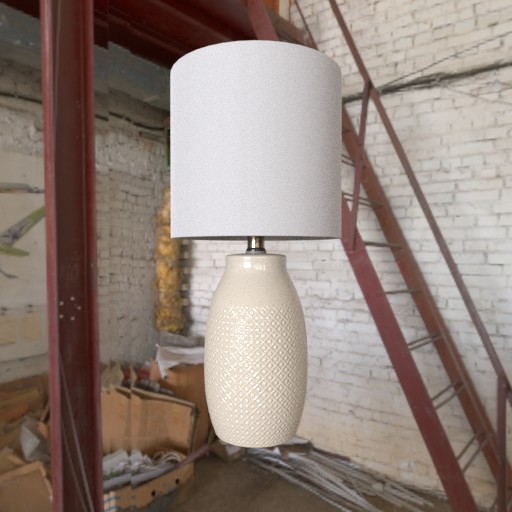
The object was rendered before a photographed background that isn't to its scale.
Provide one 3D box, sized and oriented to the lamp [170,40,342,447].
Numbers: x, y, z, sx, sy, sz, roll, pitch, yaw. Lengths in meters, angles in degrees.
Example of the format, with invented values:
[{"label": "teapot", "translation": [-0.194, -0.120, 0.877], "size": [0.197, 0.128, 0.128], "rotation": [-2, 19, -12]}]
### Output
[{"label": "lamp", "translation": [0.000, 0.000, 0.573], "size": [0.217, 0.453, 0.217], "rotation": [0, 1, -17]}]
